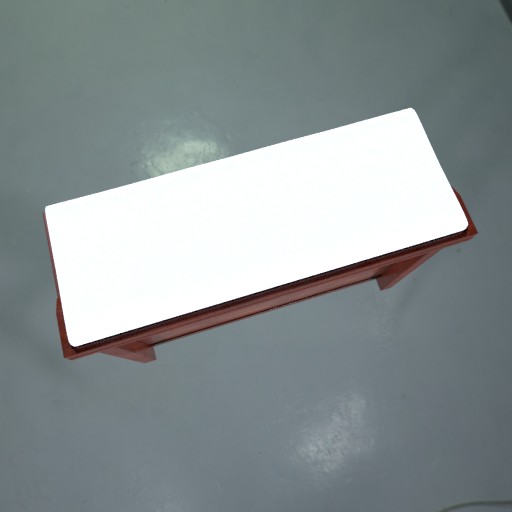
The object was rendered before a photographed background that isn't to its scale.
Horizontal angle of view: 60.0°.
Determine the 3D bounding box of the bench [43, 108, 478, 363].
[{"bbox_3d":[0.000,0.000,1.331,0.987,0.646,0.369,-16,74,-5],"label":"bench"}]
